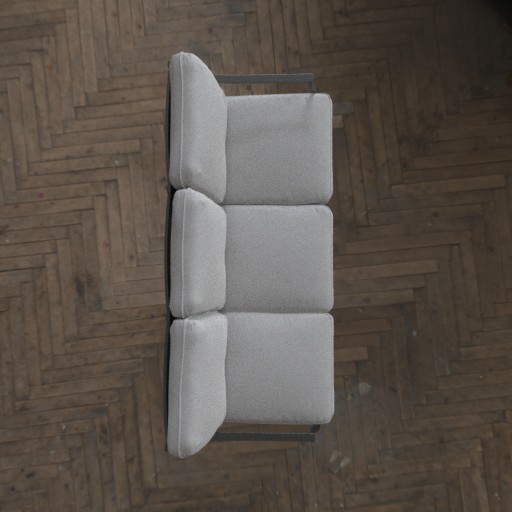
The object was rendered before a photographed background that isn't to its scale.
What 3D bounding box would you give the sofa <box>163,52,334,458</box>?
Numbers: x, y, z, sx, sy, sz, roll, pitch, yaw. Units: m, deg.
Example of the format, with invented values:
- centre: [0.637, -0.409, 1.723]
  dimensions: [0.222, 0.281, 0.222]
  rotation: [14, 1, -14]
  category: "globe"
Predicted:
- centre: [0.000, 0.000, 2.214]
  dimensions: [0.787, 0.860, 1.740]
  rotation: [0, 88, 0]
  category: "sofa"
